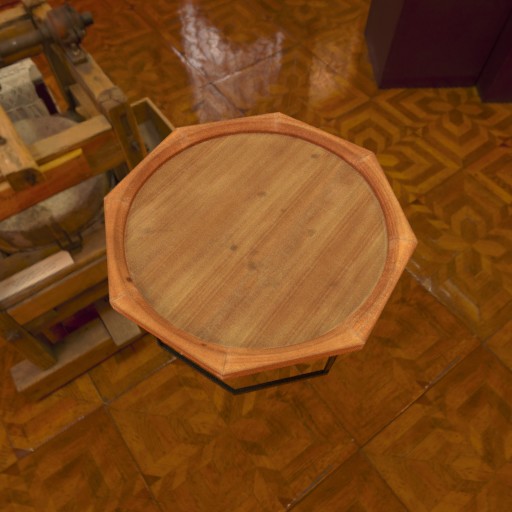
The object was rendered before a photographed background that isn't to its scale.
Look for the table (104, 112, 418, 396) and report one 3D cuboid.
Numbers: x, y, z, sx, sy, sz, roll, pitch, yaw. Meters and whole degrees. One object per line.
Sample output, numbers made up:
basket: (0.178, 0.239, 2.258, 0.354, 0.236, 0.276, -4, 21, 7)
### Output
table: (0.000, 0.000, 1.579, 1.002, 0.444, 1.002, 0, 58, 0)
